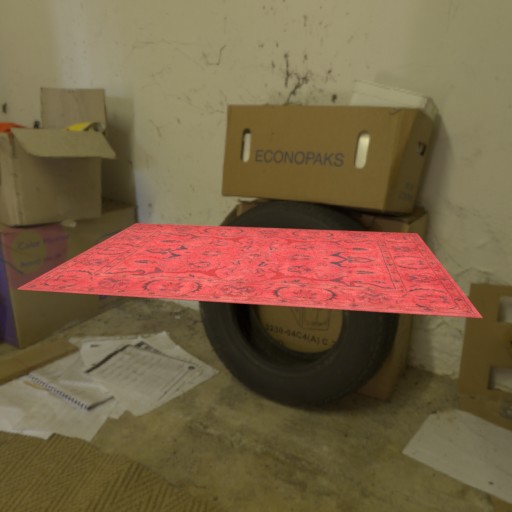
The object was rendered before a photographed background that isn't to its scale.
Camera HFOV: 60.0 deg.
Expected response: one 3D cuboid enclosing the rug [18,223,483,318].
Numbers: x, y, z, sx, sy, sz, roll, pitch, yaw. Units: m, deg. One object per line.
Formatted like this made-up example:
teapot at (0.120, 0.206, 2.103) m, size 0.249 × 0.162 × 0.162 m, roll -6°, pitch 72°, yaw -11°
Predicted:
rug at (0.000, 0.000, 2.274) m, size 1.814 × 0.008 × 1.209 m, roll 3°, pitch 18°, yaw 8°
